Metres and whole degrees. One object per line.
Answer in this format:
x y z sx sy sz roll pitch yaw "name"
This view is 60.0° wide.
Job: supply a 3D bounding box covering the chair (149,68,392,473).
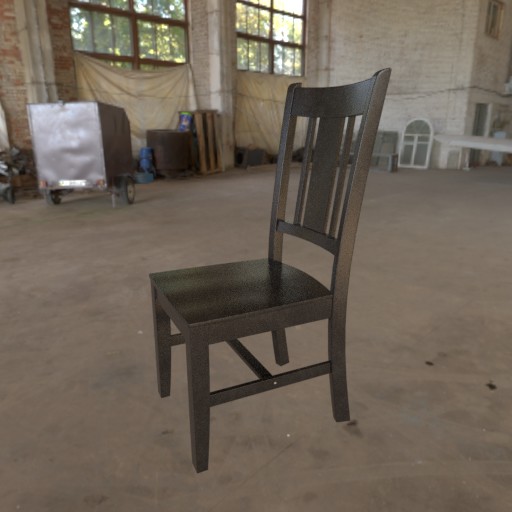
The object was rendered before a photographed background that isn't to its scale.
0.000 0.000 1.294 0.555 0.998 0.450 -8 18 -25 "chair"
